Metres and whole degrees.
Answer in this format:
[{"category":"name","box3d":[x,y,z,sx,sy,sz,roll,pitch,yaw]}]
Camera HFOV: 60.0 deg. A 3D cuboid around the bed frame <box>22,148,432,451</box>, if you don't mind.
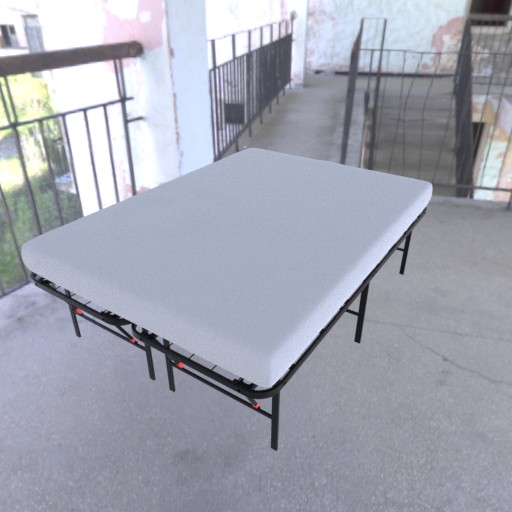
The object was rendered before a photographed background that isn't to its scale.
[{"category":"bed frame","box3d":[0.000,0.000,2.497,1.372,0.637,1.905,19,35,29]}]
